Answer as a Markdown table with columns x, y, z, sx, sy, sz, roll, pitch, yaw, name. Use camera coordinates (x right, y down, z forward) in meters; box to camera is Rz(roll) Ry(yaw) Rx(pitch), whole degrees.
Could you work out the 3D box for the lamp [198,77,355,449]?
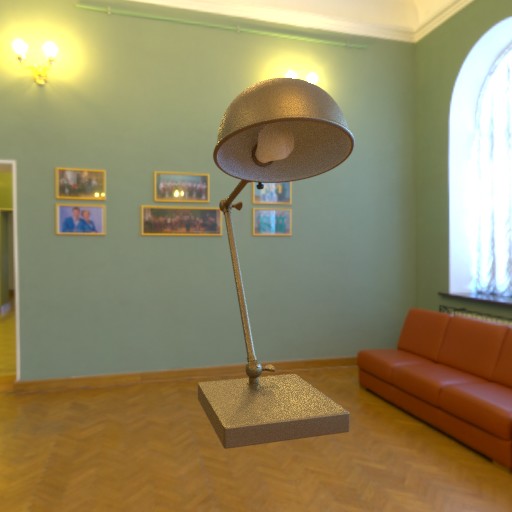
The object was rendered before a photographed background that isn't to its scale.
| x | y | z | sx | sy | sz | roll | pitch | yaw | name |
| --- | --- | --- | --- | --- | --- | --- | --- | --- | --- |
| 0.000 | 0.000 | 0.566 | 0.149 | 0.371 | 0.339 | 0 | 1 | -17 | lamp |
